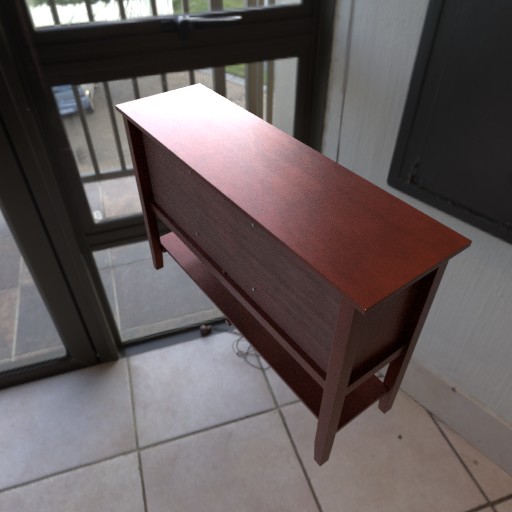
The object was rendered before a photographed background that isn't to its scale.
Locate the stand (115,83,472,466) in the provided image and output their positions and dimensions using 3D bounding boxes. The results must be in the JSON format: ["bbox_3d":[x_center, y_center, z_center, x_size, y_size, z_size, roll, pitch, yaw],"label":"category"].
[{"bbox_3d":[0.000,0.000,1.759,0.410,0.872,1.362,-26,48,-26],"label":"stand"}]
